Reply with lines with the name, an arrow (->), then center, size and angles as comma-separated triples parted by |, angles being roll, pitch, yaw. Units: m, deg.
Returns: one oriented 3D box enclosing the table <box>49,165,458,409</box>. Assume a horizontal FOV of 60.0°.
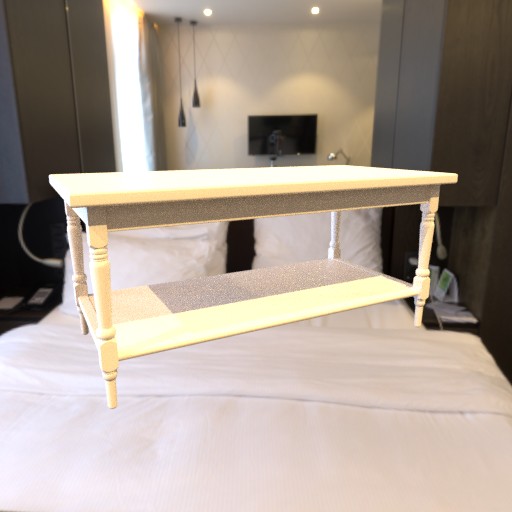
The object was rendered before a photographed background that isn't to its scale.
table -> 0.000, 0.000, 1.402 | 1.107, 0.510, 0.550 | -8, 16, -27
